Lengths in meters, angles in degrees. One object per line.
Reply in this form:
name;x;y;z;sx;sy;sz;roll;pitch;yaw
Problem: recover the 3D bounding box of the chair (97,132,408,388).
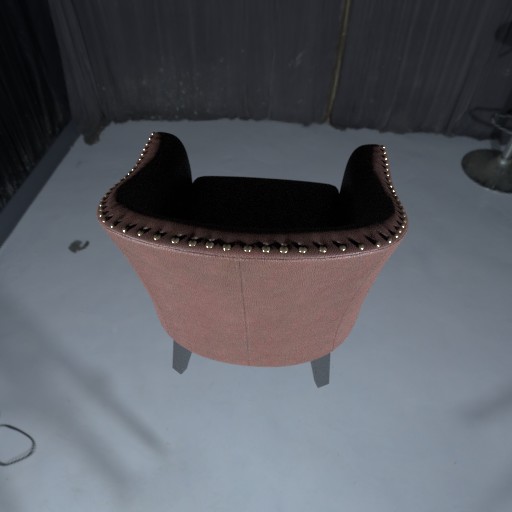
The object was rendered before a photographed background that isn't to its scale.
chair;0.000;0.000;1.412;0.794;0.823;0.748;4;48;4
